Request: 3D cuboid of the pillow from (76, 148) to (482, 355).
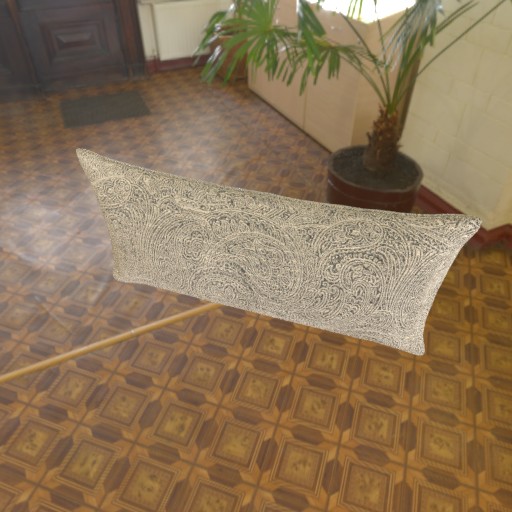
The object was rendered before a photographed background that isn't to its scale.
[{"bbox_3d":[0.000,0.000,0.739,0.615,0.295,0.151,12,43,14],"label":"pillow"}]
